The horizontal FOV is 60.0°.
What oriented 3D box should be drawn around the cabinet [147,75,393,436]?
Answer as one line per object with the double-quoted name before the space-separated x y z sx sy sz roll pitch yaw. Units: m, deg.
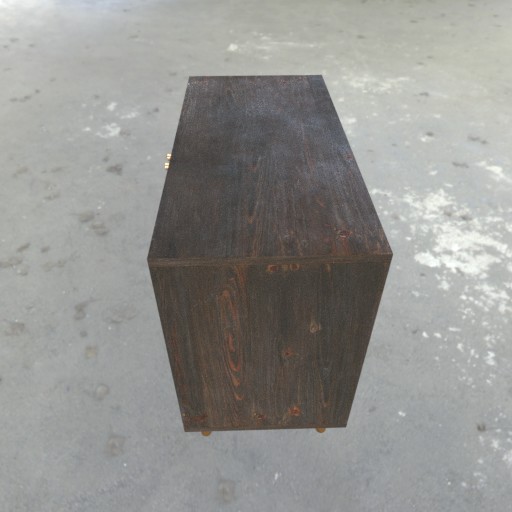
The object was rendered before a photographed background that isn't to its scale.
"cabinet" 0.000 0.000 1.569 0.529 0.897 1.023 -1 41 -1
